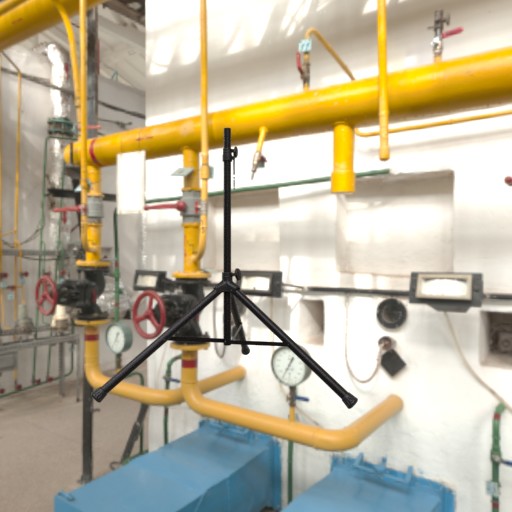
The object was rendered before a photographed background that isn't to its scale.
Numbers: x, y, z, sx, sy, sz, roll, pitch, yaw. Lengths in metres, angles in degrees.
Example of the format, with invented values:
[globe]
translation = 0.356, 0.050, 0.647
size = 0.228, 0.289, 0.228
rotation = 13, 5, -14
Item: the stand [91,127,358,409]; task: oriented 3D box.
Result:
[stand]
translation = 0.000, 0.000, 1.892
size = 0.907, 1.136, 1.045
rotation = 0, 0, 35
